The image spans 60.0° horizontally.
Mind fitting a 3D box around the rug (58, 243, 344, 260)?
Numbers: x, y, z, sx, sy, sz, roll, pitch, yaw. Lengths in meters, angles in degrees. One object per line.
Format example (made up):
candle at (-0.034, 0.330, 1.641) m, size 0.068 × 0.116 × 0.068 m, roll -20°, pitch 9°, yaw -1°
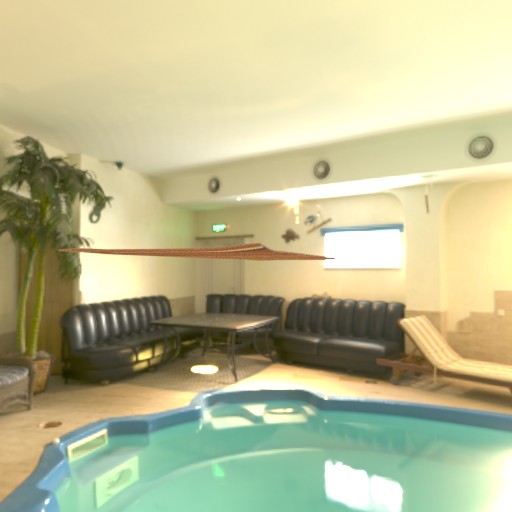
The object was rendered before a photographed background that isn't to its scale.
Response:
rug at (0.000, 0.000, 2.698) m, size 0.799 × 0.030 × 2.444 m, roll 0°, pitch -1°, yaw 18°
